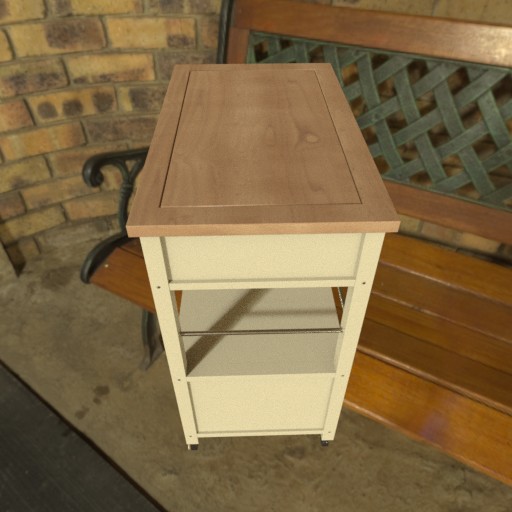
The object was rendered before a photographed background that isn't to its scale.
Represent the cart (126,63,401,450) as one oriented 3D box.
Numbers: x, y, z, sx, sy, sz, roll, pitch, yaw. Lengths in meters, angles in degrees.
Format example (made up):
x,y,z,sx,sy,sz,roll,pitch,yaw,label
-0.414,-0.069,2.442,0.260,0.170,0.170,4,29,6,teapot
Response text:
x,y,z,sx,sy,sz,roll,pitch,yaw,label
0.000,0.000,1.347,0.459,0.901,0.840,-1,42,-1,cart
